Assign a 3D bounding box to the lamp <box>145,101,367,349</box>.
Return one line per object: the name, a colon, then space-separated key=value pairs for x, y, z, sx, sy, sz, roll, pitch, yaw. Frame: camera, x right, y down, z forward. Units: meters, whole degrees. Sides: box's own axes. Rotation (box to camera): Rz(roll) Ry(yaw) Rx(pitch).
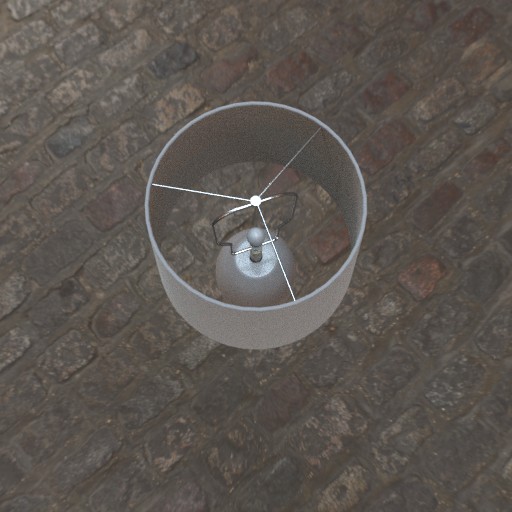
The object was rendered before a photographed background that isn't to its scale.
lamp: x=0.000 y=0.000 z=0.685 sx=0.285 sy=0.483 sz=0.285 roll=0 pitch=76 yaw=0
